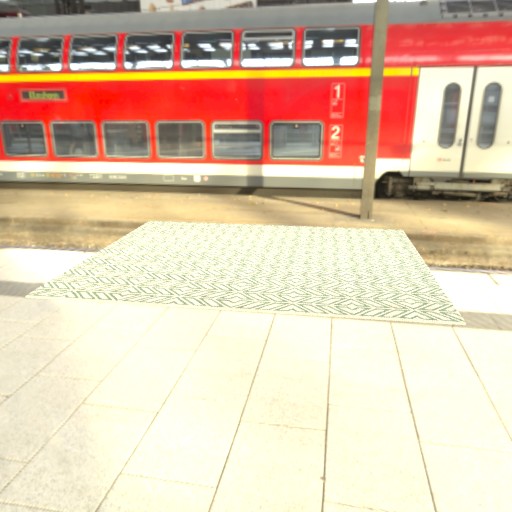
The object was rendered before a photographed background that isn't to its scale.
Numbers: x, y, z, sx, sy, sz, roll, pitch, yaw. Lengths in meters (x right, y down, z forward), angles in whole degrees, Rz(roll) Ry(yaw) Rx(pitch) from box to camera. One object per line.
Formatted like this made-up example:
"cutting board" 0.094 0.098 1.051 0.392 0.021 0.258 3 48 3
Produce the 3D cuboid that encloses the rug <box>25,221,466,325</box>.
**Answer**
"rug" 0.000 0.000 4.161 3.050 0.017 2.441 3 18 8
